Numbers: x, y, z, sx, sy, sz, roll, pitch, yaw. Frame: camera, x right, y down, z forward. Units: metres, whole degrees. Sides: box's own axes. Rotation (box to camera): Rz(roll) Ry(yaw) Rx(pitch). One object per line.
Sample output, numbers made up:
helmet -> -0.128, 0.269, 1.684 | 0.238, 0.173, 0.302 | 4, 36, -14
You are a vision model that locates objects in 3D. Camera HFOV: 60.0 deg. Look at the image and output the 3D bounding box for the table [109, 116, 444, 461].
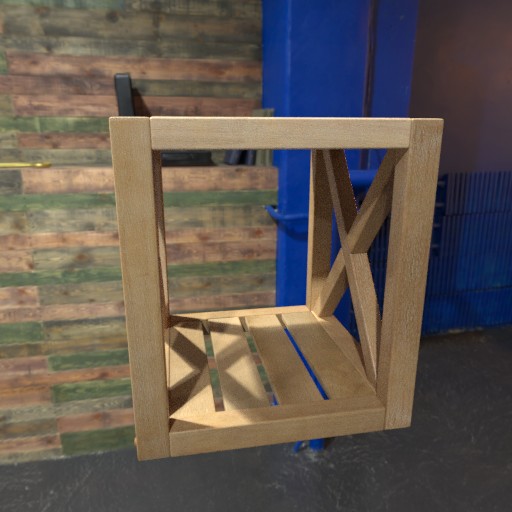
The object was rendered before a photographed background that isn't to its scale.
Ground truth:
table -> 0.000, 0.000, 1.048 | 0.558, 0.610, 0.559 | -3, 16, -10
